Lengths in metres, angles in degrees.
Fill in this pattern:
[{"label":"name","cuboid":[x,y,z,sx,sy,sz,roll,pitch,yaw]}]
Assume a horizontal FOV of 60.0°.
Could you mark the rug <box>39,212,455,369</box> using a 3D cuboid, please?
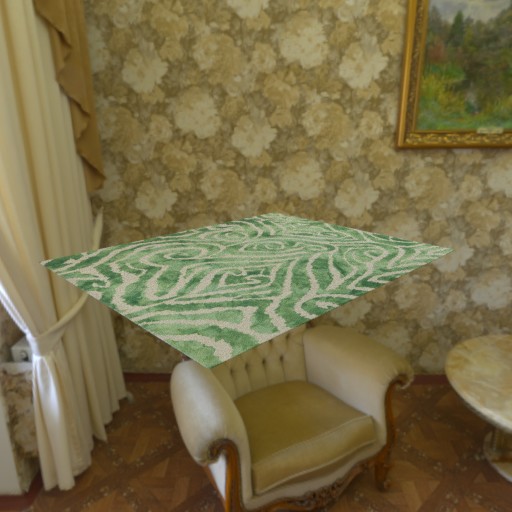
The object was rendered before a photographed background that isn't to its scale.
[{"label":"rug","cuboid":[0.000,0.000,4.140,3.045,0.007,2.436,-16,24,-42]}]
